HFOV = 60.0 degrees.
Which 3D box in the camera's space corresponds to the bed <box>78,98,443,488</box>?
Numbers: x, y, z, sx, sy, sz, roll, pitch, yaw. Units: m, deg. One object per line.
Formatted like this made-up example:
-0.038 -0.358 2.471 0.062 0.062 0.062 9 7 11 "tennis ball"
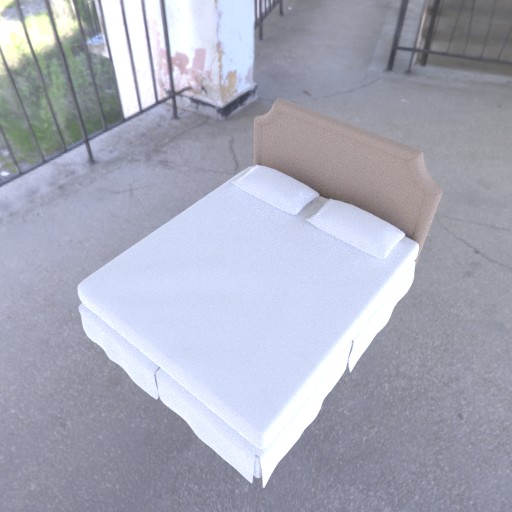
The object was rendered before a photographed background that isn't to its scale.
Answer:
0.000 0.000 4.148 2.350 1.590 2.773 30 53 26 "bed"
